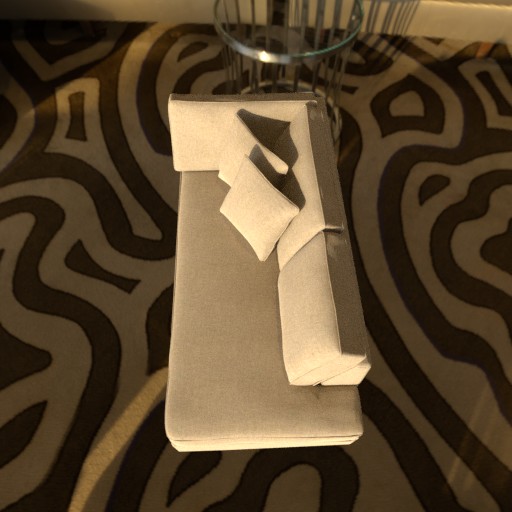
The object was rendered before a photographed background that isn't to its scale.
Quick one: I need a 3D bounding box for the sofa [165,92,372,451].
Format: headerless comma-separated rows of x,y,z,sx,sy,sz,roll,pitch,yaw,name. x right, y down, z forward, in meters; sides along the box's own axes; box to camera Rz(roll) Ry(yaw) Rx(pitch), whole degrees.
0.000,0.000,2.862,1.110,1.019,2.238,-2,60,-1,sofa
